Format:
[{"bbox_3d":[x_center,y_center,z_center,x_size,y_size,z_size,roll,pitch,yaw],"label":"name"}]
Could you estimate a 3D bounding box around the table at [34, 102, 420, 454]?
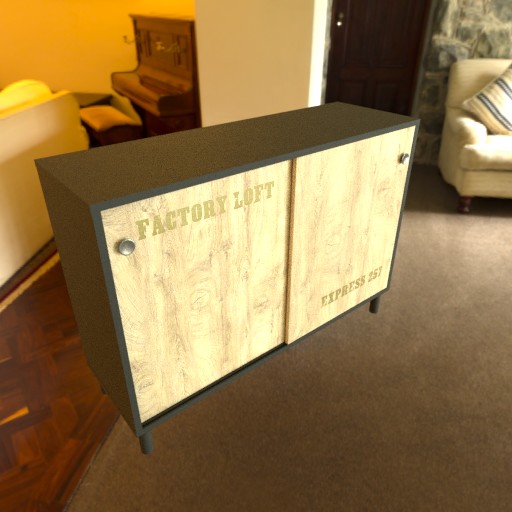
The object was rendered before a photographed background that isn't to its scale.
[{"bbox_3d":[0.000,0.000,1.588,1.200,0.855,0.400,-22,37,-33],"label":"table"}]
